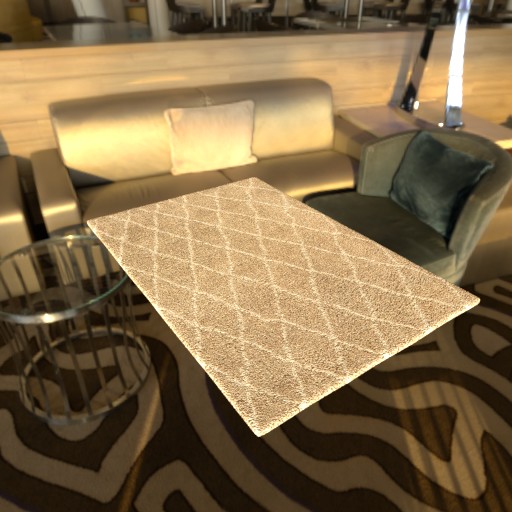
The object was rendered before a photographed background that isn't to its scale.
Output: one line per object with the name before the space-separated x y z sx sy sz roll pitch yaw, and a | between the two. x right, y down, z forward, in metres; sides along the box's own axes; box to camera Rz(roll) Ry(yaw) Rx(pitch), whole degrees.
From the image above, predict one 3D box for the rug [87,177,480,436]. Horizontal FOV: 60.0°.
rug | 0.000 0.000 2.307 1.219 0.030 1.778 -20 37 -29
